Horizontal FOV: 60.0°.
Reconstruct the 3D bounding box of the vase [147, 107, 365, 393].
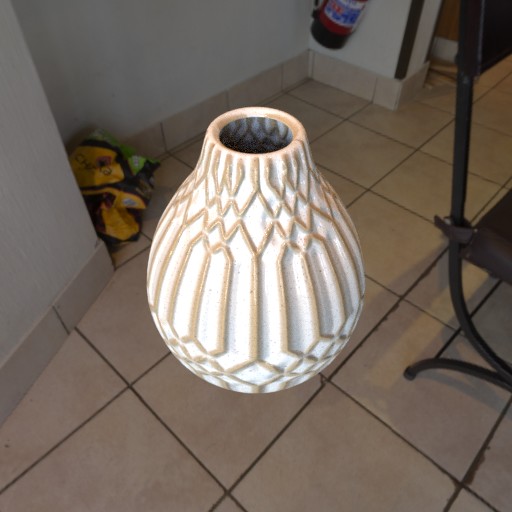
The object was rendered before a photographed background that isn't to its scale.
[{"bbox_3d":[0.000,0.000,0.313,0.159,0.200,0.159,0,47,0],"label":"vase"}]
